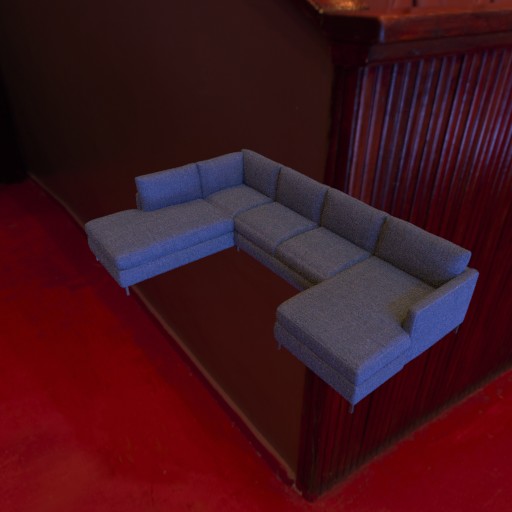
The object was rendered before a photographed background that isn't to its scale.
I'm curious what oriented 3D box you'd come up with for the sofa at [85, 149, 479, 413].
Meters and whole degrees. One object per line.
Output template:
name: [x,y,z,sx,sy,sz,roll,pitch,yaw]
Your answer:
sofa: [0.000,0.000,3.586,1.879,0.753,2.737,-23,39,-31]
